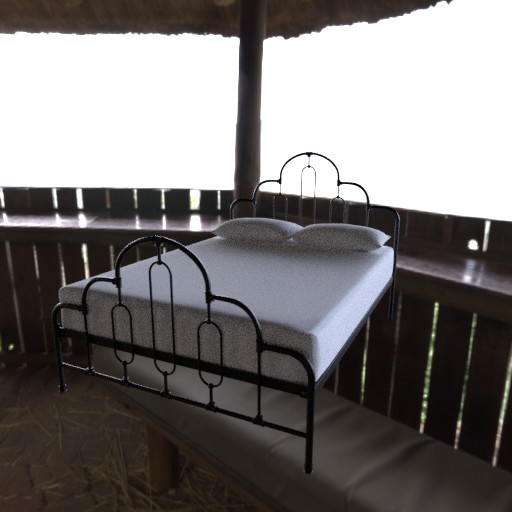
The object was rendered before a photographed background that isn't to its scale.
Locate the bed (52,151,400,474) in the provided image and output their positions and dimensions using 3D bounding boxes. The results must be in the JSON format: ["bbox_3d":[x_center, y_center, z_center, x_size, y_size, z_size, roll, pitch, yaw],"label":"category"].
[{"bbox_3d":[0.000,0.000,3.146,1.626,1.444,2.181,6,15,25],"label":"bed"}]
